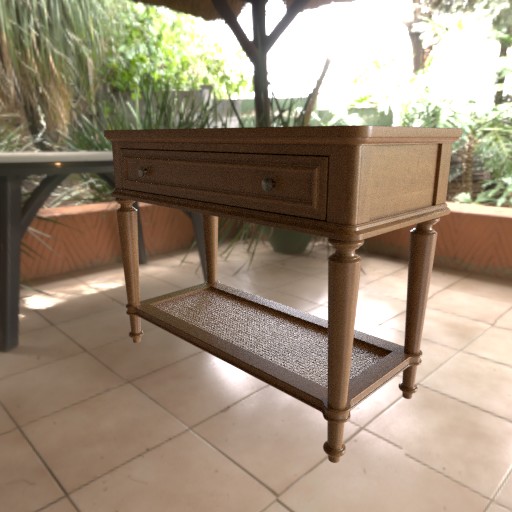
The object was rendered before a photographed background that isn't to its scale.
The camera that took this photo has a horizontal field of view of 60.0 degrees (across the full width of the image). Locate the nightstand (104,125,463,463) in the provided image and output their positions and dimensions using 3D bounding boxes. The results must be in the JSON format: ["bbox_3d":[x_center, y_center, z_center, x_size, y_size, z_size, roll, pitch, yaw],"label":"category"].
[{"bbox_3d":[0.000,0.000,1.276,0.914,0.700,0.432,14,21,43],"label":"nightstand"}]
